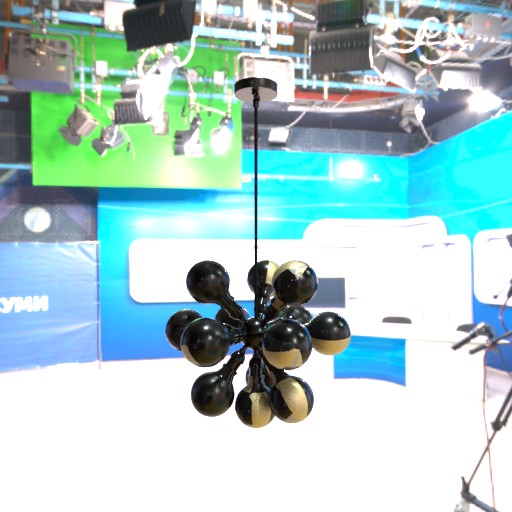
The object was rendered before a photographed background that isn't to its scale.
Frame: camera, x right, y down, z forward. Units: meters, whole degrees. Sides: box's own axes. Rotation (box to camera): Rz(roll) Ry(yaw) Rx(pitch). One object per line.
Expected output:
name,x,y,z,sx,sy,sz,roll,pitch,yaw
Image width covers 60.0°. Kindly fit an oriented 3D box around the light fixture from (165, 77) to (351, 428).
light fixture,0.000,0.000,1.116,0.420,0.859,0.468,0,0,38
